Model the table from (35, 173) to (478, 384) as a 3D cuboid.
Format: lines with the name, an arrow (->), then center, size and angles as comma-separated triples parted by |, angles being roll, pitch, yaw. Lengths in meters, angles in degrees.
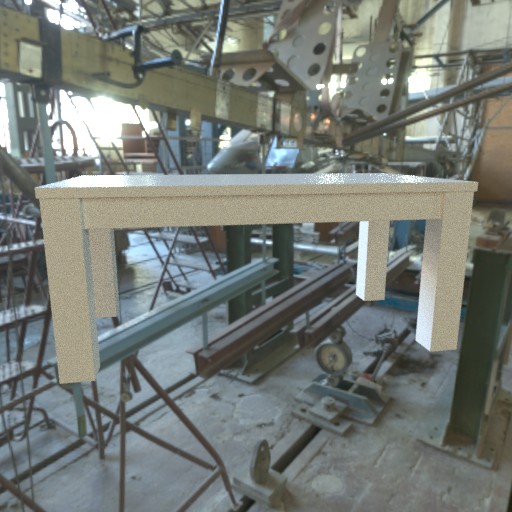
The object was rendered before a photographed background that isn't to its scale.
table -> 0.000, 0.000, 2.287 | 1.800, 0.790, 0.900 | -2, 13, -10
